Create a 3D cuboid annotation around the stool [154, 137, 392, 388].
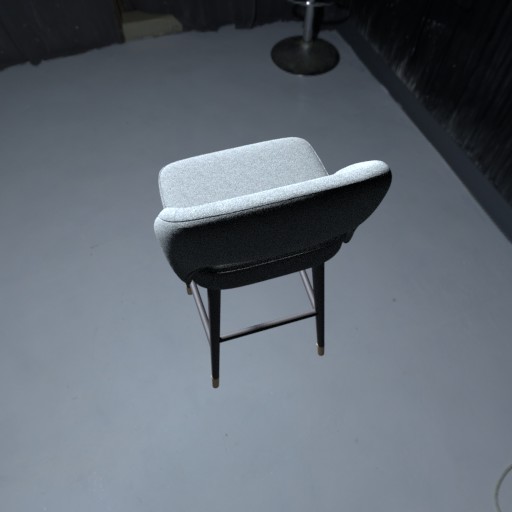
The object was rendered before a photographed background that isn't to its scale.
[{"bbox_3d":[0.000,0.000,1.369,0.536,1.089,0.524,-15,58,-9],"label":"stool"}]
